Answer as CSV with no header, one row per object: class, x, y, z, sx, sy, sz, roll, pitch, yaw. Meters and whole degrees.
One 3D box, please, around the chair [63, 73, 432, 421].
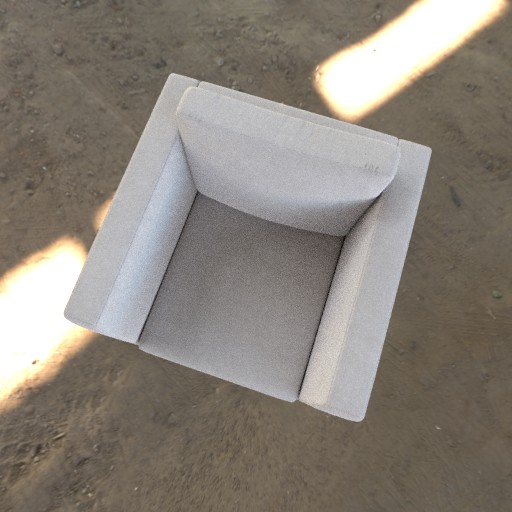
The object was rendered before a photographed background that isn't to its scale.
chair,0.000,0.000,1.683,1.000,0.860,0.930,18,75,5
